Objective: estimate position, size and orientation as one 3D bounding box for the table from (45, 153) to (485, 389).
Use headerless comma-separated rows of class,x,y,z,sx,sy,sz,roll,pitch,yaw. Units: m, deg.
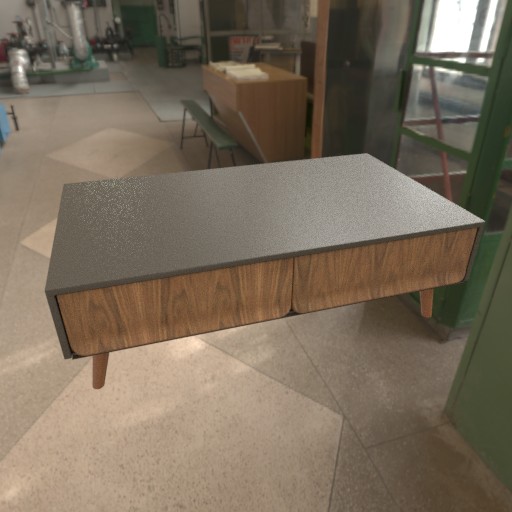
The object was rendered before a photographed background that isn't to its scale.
table,0.000,0.000,1.525,1.201,0.404,0.703,-9,31,-15
